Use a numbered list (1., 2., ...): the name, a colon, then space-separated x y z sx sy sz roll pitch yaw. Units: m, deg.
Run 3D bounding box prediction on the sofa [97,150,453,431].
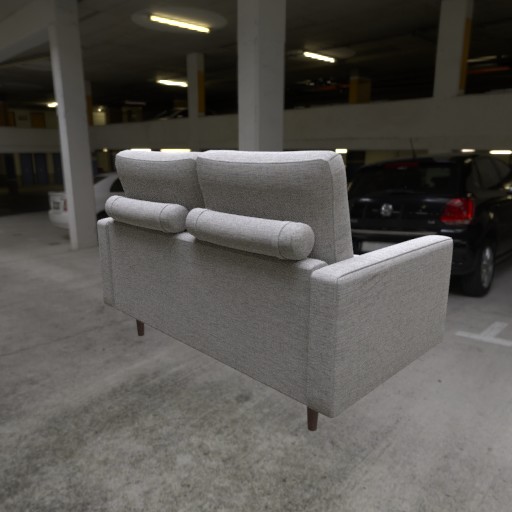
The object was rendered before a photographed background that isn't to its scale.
1. sofa: 0.000 0.000 1.950 1.407 0.907 0.842 13 19 43
